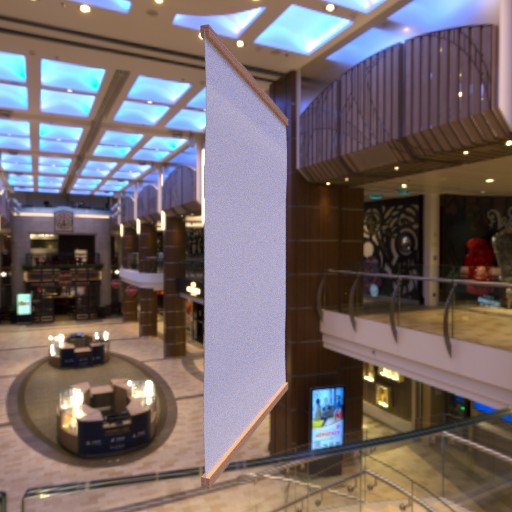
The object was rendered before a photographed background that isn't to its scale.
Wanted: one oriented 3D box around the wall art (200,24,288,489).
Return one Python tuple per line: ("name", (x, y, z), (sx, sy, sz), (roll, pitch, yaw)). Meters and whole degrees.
("wall art", (0.000, 0.000, 1.324), (0.020, 1.016, 0.739), (0, 1, 18))
